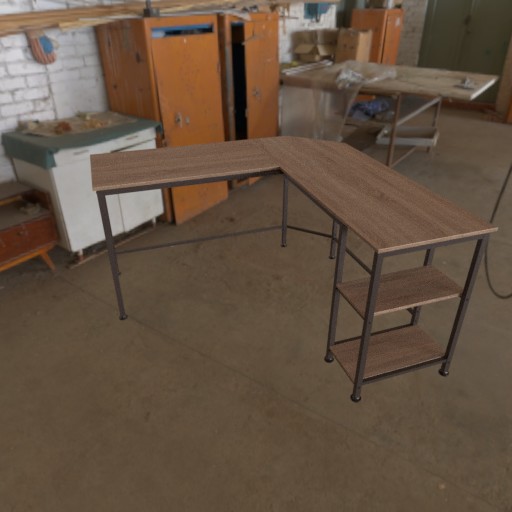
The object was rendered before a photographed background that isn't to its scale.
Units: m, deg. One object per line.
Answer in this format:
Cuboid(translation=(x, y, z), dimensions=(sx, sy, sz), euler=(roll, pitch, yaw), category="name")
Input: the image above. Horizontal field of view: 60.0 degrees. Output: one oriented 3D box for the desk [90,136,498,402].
Cuboid(translation=(0.000, 0.000, 2.159), dimensions=(1.379, 0.739, 1.379), euler=(-10, 32, -16), category="desk")
